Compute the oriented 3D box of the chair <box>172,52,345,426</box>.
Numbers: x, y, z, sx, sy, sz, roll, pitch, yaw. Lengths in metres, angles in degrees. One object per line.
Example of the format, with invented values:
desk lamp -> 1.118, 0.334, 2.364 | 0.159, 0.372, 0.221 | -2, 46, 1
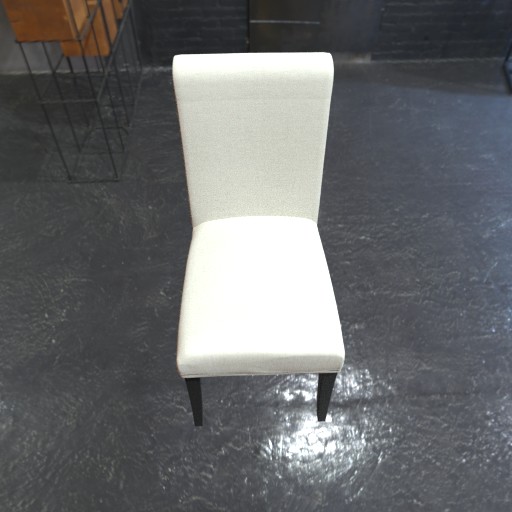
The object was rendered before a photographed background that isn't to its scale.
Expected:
chair -> 0.000, 0.000, 1.376 | 0.452, 0.976, 0.708 | -2, 47, -1
